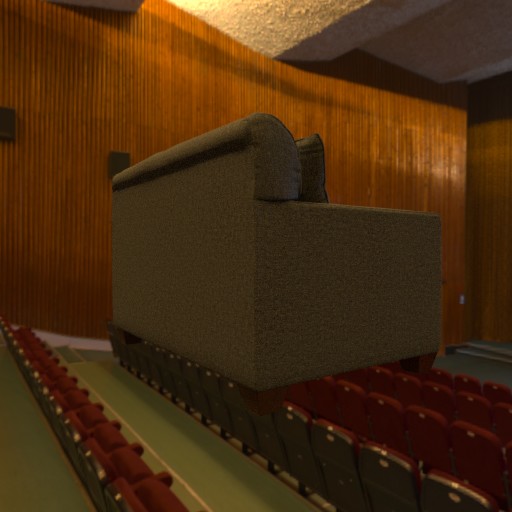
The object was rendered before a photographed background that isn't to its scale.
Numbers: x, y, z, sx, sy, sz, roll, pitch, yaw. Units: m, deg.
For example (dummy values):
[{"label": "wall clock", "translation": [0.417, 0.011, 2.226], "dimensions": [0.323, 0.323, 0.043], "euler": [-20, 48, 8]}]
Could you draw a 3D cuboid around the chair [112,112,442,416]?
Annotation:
[{"label": "chair", "translation": [0.000, 0.000, 2.127], "dimensions": [1.000, 0.948, 1.383], "euler": [-1, 1, -35]}]
